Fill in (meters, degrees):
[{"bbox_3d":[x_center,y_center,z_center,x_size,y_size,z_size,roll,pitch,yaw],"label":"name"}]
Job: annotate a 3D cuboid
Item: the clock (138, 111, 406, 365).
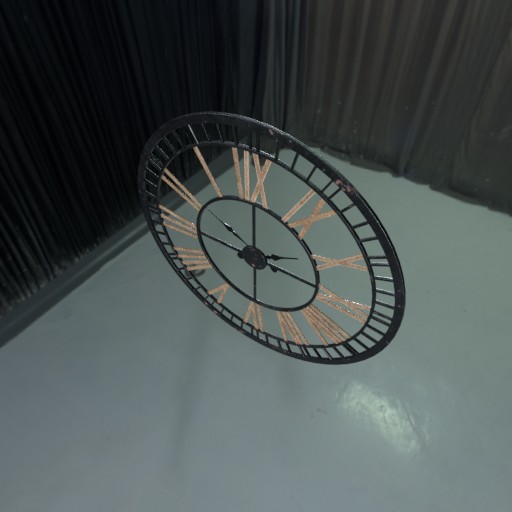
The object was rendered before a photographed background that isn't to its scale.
[{"bbox_3d":[0.000,0.000,1.238,0.843,0.843,0.025,25,52,22],"label":"clock"}]
